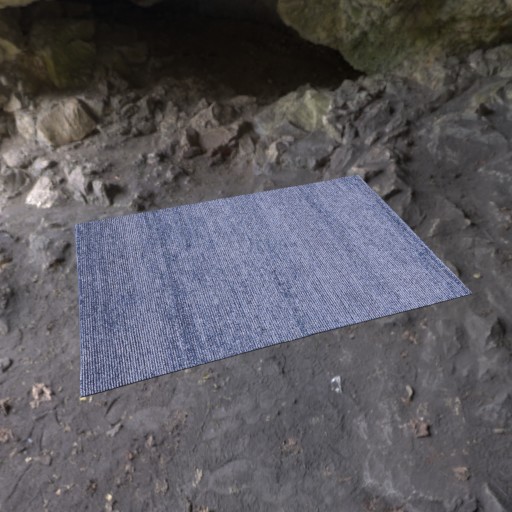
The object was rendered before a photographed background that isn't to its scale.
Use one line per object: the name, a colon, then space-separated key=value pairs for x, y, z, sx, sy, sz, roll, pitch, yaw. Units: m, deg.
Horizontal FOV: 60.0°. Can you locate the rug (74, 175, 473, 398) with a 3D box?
rug: x=0.000 y=0.000 z=2.279 sx=1.777 sy=0.021 sz=1.145 roll=-12 pitch=42 yaw=-13
